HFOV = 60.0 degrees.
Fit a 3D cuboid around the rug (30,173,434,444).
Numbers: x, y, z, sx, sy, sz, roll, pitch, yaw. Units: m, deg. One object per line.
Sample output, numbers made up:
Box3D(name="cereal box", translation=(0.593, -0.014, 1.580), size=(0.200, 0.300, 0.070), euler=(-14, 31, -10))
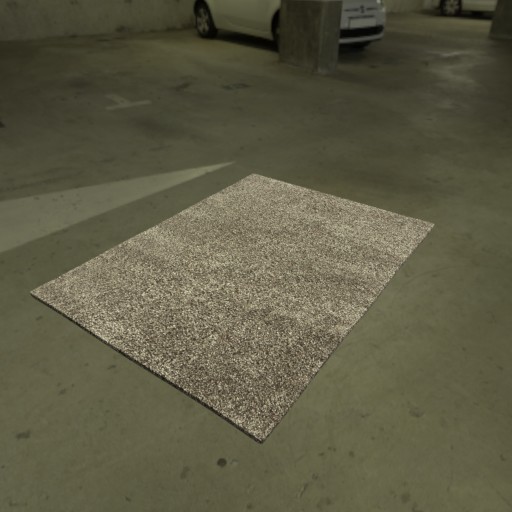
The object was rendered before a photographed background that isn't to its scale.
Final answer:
Box3D(name="rug", translation=(0.000, 0.000, 2.118), size=(1.198, 0.025, 1.601), euler=(21, 39, 29))
